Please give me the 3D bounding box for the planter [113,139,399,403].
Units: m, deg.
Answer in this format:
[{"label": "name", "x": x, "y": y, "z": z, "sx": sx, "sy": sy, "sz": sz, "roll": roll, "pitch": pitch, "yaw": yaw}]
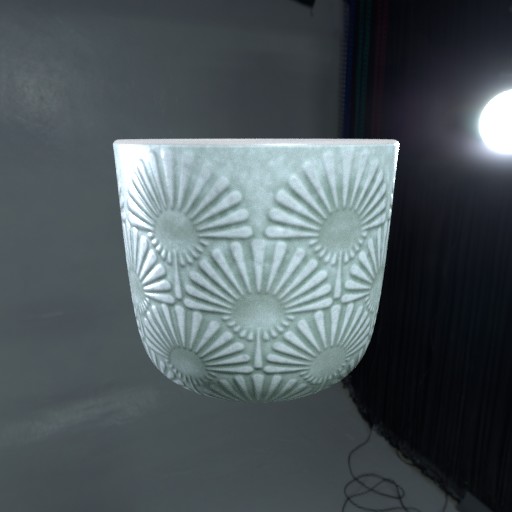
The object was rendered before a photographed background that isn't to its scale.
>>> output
[{"label": "planter", "x": 0.000, "y": 0.000, "z": 0.215, "sx": 0.124, "sy": 0.109, "sz": 0.124, "roll": 0, "pitch": 15, "yaw": 0}]
